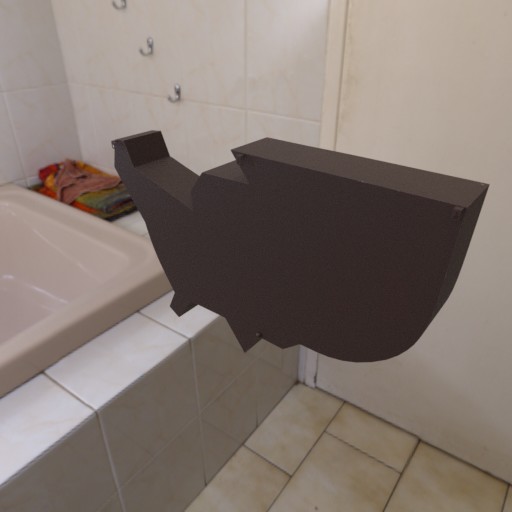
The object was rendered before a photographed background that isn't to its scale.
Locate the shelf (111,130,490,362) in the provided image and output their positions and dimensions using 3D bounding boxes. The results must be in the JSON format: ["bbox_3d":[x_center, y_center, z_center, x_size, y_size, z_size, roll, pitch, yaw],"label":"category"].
[{"bbox_3d":[0.000,0.000,0.875,0.729,0.439,0.112,22,36,33],"label":"shelf"}]
